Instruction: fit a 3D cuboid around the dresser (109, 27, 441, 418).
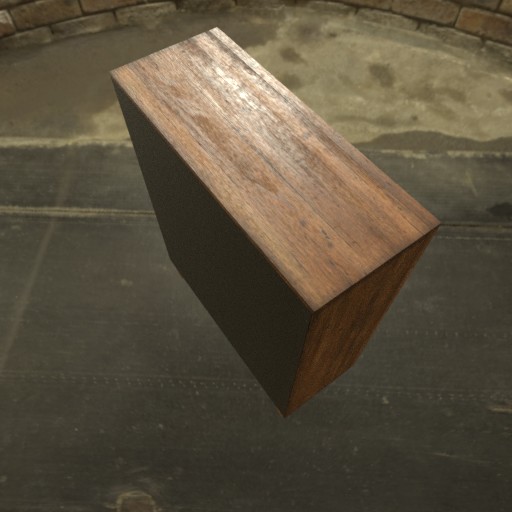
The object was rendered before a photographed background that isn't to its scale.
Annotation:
[{"bbox_3d":[0.000,0.000,1.896,0.438,1.359,1.067,-32,64,-18],"label":"dresser"}]
